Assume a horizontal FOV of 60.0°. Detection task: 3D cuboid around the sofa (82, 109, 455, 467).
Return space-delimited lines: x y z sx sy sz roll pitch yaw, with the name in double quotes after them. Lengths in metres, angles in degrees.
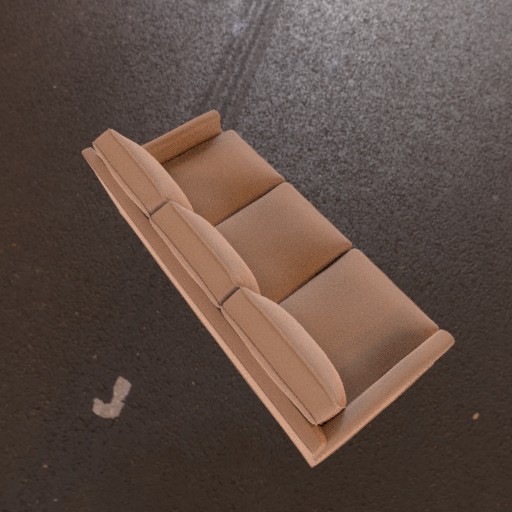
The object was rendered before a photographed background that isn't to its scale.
0.000 0.000 2.736 1.084 1.003 2.246 -33 64 -18 "sofa"
